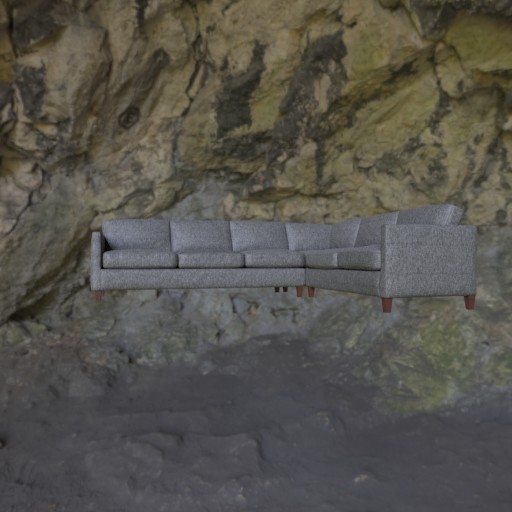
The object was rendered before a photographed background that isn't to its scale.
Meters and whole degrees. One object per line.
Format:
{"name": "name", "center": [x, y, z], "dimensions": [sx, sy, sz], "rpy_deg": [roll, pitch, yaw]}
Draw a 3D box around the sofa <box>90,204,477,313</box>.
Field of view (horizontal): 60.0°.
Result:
{"name": "sofa", "center": [0.000, 0.000, 4.594], "dimensions": [3.302, 0.947, 2.593], "rpy_deg": [0, -1, -16]}
